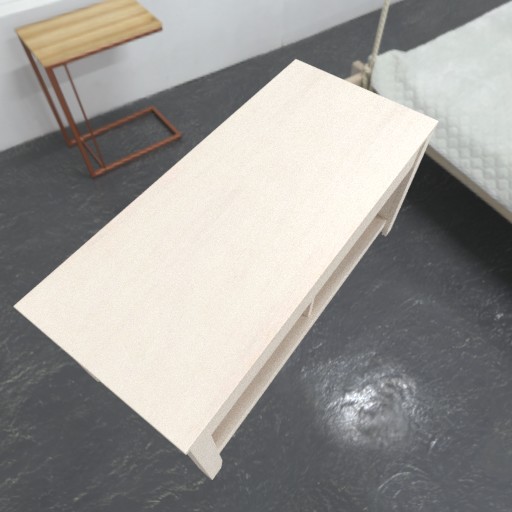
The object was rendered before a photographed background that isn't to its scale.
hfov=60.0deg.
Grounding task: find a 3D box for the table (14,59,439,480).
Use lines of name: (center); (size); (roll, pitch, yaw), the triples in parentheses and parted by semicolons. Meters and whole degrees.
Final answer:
table: (0.000, 0.000, 1.236); (0.457, 0.483, 1.016); (32, 63, 19)
